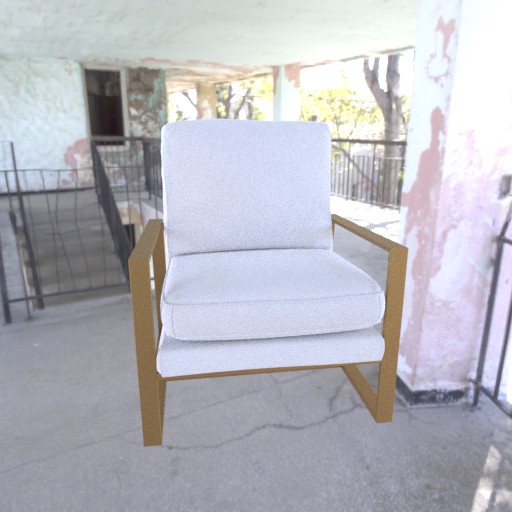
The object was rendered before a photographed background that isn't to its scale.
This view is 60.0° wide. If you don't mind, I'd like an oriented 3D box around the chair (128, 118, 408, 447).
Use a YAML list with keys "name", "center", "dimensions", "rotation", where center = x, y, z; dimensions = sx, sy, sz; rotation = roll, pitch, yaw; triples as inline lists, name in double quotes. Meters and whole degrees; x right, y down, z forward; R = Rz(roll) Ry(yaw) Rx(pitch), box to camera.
- name: "chair"
  center: [0.000, 0.000, 1.621]
  dimensions: [0.805, 0.966, 0.813]
  rotation: [-2, 17, -8]
